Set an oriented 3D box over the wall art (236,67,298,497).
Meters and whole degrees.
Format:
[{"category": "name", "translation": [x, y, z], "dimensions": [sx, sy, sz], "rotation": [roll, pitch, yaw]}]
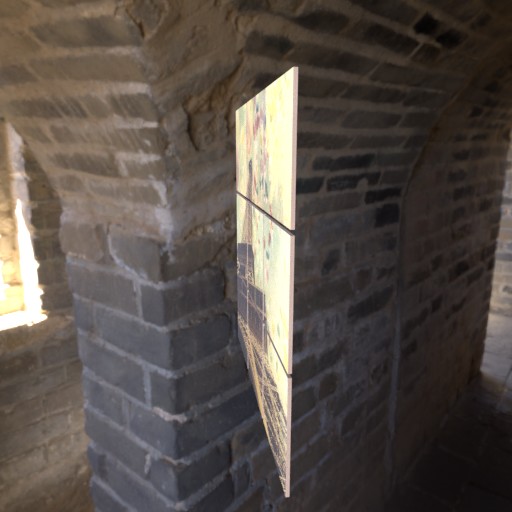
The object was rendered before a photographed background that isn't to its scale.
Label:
[{"category": "wall art", "translation": [0.000, 0.000, 1.789], "dimensions": [0.013, 1.218, 1.219], "rotation": [-2, 13, -9]}]
